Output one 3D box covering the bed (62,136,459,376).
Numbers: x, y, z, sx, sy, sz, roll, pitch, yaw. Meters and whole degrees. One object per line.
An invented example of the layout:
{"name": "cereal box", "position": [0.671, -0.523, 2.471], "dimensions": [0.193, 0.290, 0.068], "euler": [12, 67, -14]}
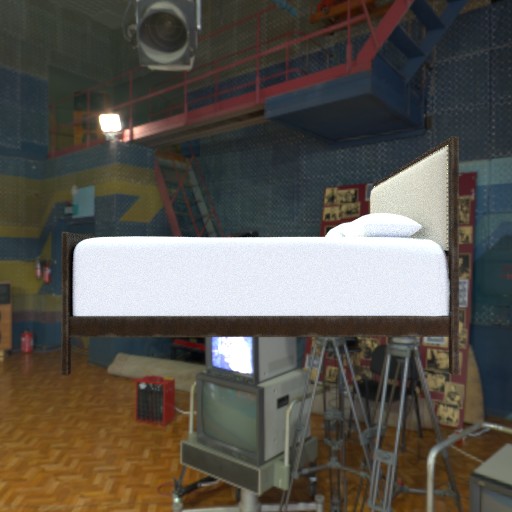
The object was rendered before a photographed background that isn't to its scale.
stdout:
{"name": "bed", "position": [0.000, 0.000, 3.232], "dimensions": [2.221, 1.313, 1.607], "euler": [0, 0, -1]}
